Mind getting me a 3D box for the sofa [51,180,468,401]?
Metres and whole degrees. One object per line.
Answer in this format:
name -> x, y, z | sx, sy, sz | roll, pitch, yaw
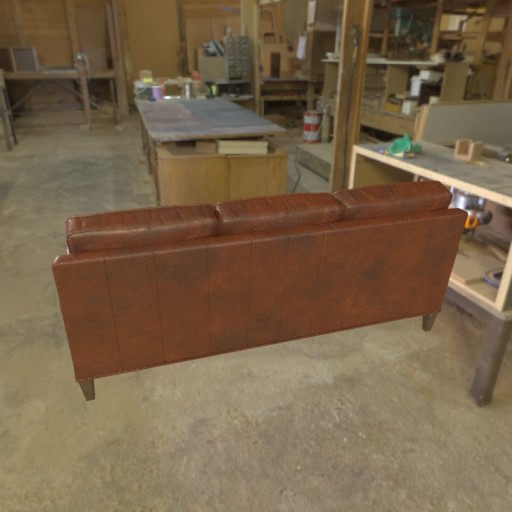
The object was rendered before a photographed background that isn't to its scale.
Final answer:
sofa -> 0.000, 0.000, 2.778 | 2.240, 1.003, 1.084 | -8, 27, -16
